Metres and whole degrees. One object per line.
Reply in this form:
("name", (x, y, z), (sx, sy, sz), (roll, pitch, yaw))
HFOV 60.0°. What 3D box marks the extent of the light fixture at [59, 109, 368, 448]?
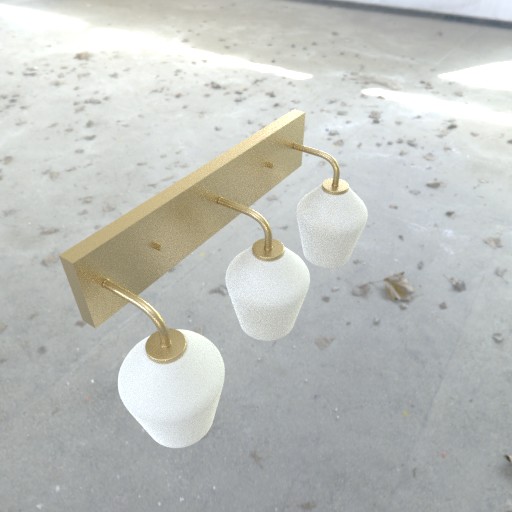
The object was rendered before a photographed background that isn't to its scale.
("light fixture", (0.000, 0.000, 0.733), (0.190, 0.280, 0.609), (24, 46, 26))
